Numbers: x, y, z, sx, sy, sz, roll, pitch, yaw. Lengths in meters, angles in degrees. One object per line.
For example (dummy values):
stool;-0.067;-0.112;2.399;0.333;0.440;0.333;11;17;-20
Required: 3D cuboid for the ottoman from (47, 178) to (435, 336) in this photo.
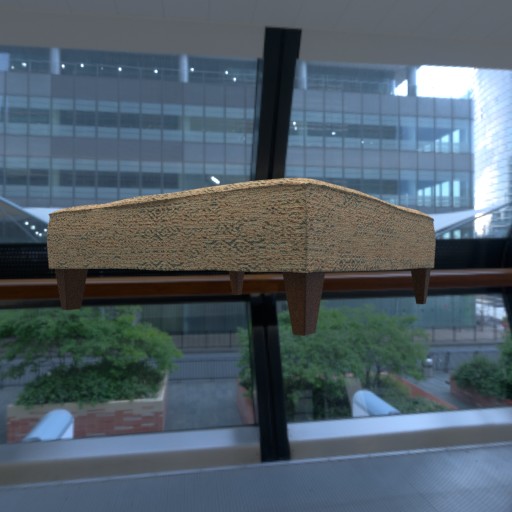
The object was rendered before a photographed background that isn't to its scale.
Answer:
ottoman;0.000;0.000;1.559;0.968;0.356;1.004;-1;-1;36
